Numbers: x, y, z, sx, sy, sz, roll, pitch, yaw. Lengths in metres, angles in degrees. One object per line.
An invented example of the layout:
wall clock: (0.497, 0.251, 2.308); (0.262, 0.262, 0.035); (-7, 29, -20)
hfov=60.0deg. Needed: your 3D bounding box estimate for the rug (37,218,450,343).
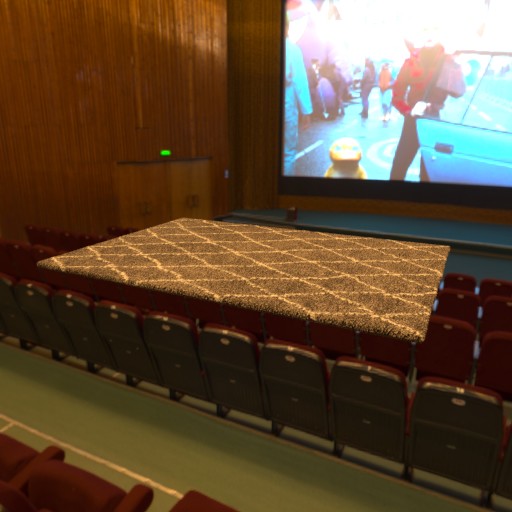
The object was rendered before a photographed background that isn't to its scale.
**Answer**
rug: (0.000, 0.000, 2.288); (1.778, 0.030, 1.219); (8, 18, 25)
